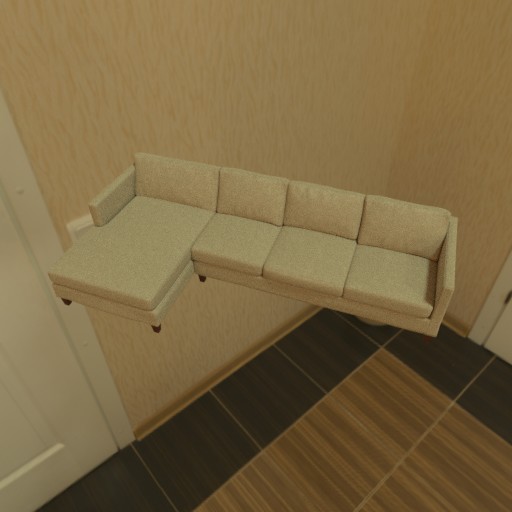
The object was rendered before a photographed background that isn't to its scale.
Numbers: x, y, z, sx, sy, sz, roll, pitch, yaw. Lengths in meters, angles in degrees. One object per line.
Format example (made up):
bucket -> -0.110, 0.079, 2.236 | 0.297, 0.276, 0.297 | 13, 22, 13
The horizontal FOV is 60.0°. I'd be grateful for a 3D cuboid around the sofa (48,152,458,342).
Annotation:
sofa -> 0.000, 0.000, 3.867 | 3.186, 0.846, 1.625 | 14, 44, 15
